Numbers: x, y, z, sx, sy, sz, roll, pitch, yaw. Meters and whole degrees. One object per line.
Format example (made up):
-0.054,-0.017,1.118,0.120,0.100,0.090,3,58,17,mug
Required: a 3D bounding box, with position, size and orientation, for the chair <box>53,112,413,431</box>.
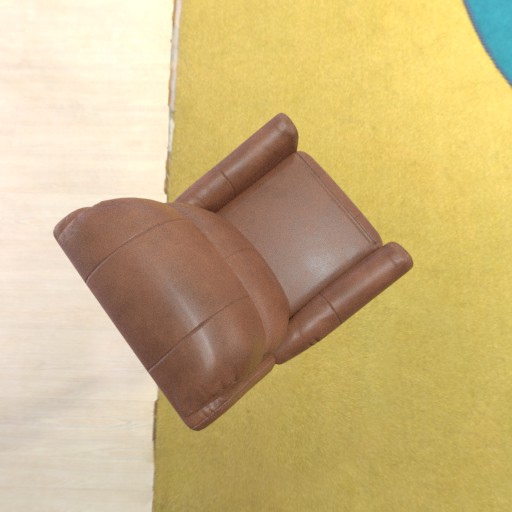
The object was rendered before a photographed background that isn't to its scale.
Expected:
0.000,0.000,1.767,1.014,1.054,0.838,-37,80,-8,chair
